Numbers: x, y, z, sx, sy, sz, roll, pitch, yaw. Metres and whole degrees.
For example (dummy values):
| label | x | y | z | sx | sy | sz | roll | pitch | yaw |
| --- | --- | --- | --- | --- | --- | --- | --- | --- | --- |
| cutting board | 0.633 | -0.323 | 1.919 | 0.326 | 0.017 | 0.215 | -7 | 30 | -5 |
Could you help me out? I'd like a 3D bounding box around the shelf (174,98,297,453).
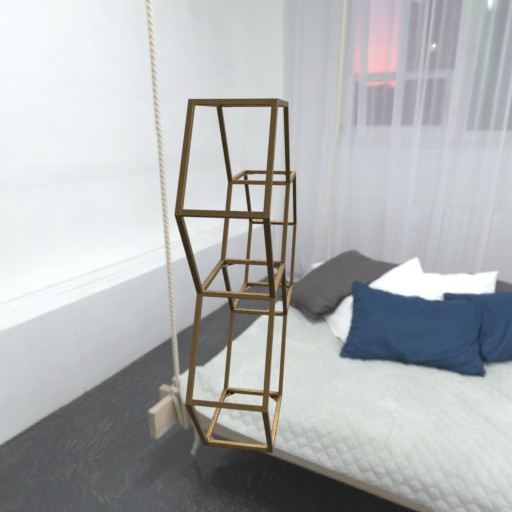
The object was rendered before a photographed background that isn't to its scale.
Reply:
| label | x | y | z | sx | sy | sz | roll | pitch | yaw |
| --- | --- | --- | --- | --- | --- | --- | --- | --- | --- |
| shelf | 0.000 | 0.000 | 1.072 | 0.150 | 0.701 | 0.708 | 3 | 18 | 8 |
